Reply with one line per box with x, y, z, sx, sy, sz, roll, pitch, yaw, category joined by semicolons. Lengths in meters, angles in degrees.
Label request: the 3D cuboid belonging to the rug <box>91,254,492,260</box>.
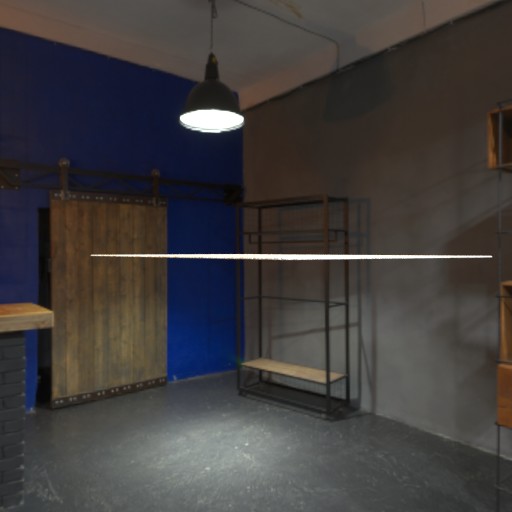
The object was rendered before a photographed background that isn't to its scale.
0.000;0.000;3.035;1.529;0.009;2.446;0;1;-36;rug
